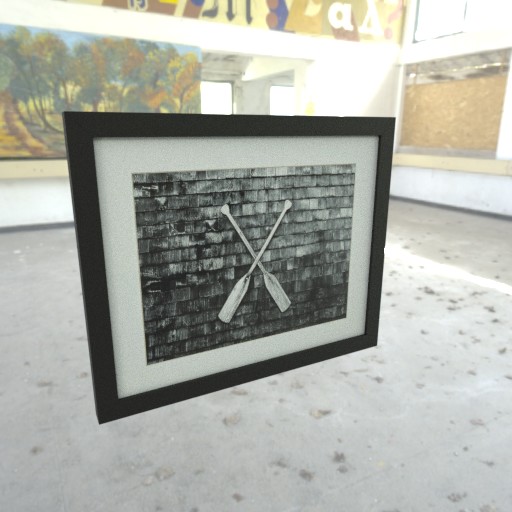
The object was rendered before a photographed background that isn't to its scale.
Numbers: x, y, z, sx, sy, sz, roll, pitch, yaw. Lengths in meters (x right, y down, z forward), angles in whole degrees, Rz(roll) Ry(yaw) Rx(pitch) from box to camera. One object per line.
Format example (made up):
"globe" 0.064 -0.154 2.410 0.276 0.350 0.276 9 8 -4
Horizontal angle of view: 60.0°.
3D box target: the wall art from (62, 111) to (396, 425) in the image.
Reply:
"wall art" 0.000 0.000 0.753 0.558 0.457 0.029 -8 18 -27
